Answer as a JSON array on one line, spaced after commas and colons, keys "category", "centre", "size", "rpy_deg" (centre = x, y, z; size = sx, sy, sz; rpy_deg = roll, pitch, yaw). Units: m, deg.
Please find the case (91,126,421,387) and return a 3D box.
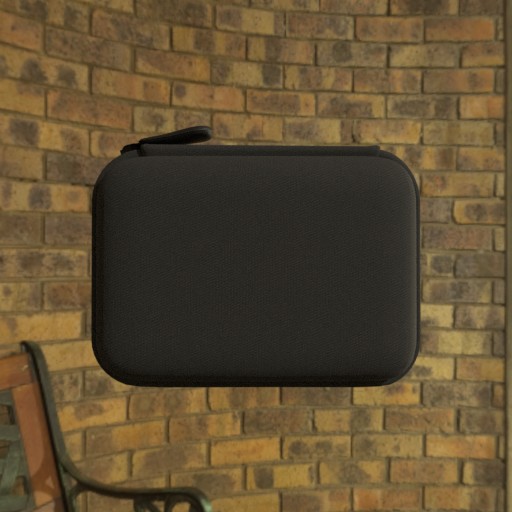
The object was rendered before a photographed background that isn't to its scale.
[{"category": "case", "centre": [0.000, 0.000, 0.180], "size": [0.132, 0.105, 0.038], "rpy_deg": [0, 0, 0]}]
